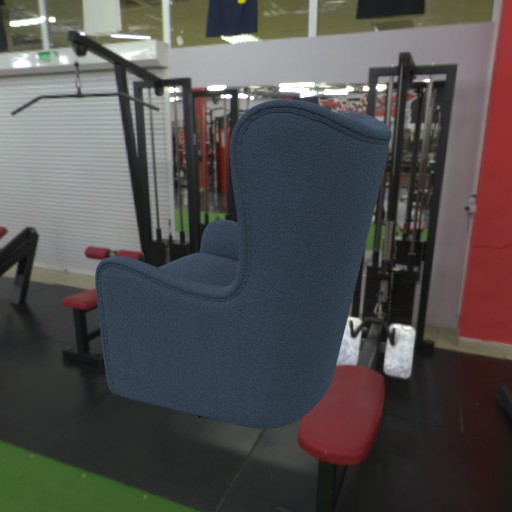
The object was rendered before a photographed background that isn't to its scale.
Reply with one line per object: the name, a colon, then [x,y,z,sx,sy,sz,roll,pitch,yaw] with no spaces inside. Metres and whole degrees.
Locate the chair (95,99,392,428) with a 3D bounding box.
chair: [0.000,0.000,1.713,0.930,1.079,0.831,7,17,24]
